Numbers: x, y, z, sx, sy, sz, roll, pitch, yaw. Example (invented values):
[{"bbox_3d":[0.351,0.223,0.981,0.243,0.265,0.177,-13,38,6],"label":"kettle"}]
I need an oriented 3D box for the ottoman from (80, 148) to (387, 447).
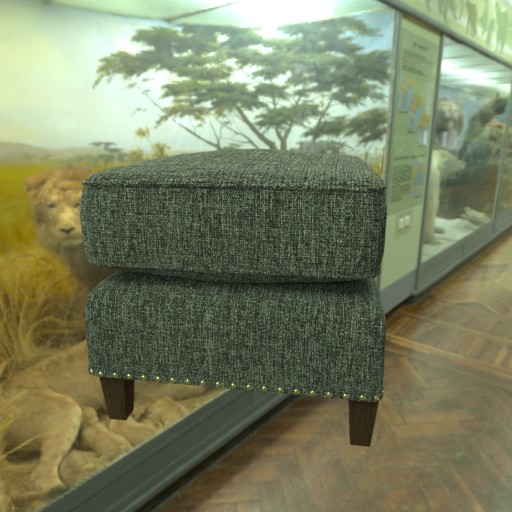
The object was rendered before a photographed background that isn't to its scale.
[{"bbox_3d":[0.000,0.000,1.140,0.589,0.537,0.738,3,16,9],"label":"ottoman"}]
